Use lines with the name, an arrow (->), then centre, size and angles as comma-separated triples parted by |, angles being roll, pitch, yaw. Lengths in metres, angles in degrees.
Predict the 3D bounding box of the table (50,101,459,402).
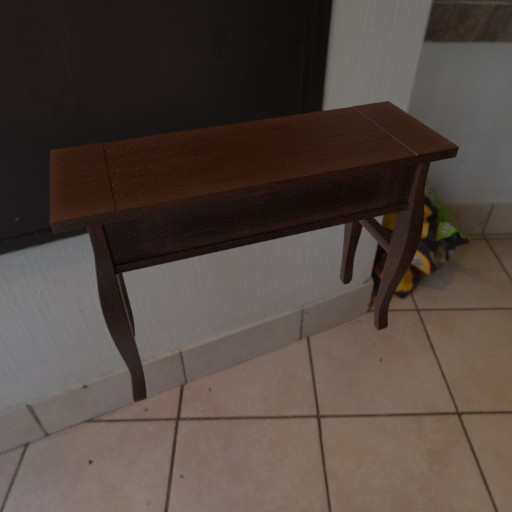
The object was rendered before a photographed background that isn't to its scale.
table -> 0.000, 0.000, 1.459 | 1.062, 0.768, 0.373 | -13, 42, -15
